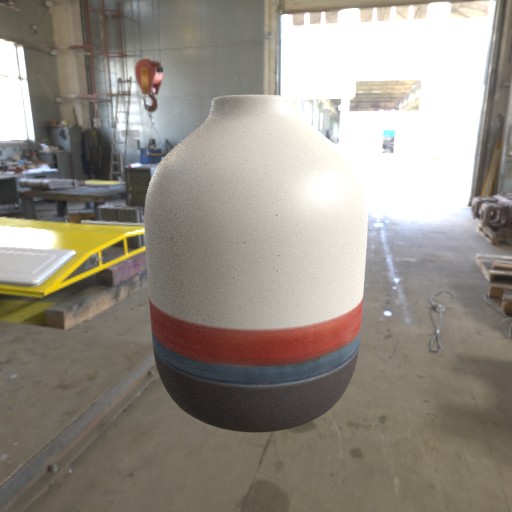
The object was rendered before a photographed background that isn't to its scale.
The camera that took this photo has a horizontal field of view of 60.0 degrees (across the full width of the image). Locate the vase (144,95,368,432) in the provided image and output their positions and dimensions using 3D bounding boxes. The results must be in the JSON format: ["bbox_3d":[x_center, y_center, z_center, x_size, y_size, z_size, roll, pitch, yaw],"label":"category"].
[{"bbox_3d":[0.000,0.000,0.352,0.169,0.237,0.169,0,15,0],"label":"vase"}]
